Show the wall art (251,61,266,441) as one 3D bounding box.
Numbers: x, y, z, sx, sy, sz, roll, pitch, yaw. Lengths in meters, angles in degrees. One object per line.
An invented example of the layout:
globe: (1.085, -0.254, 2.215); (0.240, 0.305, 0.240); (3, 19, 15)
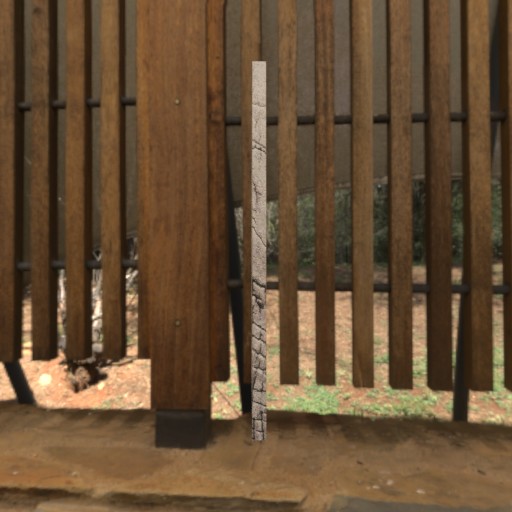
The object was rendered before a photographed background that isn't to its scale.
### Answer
wall art: (0.000, 0.000, 1.165); (0.023, 0.607, 0.914); (0, -1, -1)
